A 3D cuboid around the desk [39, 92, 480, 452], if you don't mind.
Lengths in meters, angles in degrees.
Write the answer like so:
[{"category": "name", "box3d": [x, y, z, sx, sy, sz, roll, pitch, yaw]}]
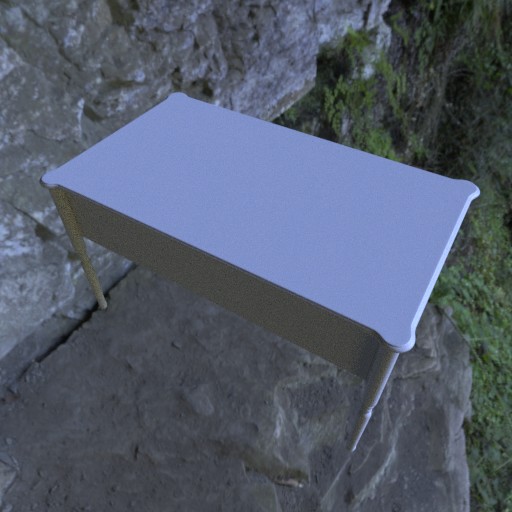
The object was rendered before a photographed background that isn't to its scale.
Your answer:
[{"category": "desk", "box3d": [0.000, 0.000, 1.841, 1.380, 0.762, 0.807, 24, 51, 21]}]
